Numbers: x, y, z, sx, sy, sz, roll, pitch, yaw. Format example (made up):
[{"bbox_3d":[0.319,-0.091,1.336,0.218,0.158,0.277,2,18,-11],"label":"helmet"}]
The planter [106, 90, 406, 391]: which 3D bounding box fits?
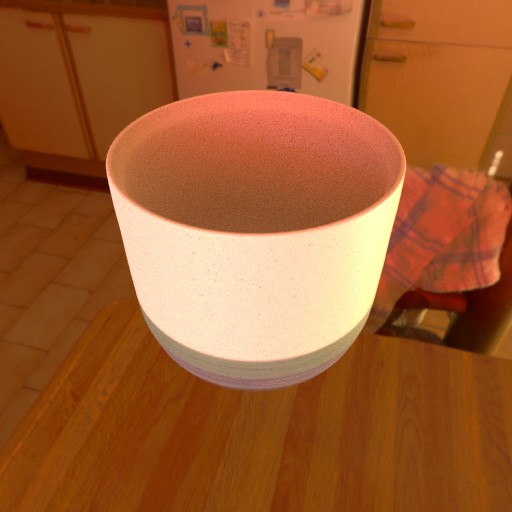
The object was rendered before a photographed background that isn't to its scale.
[{"bbox_3d":[0.000,0.000,0.493,0.268,0.270,0.268,0,41,0],"label":"planter"}]
